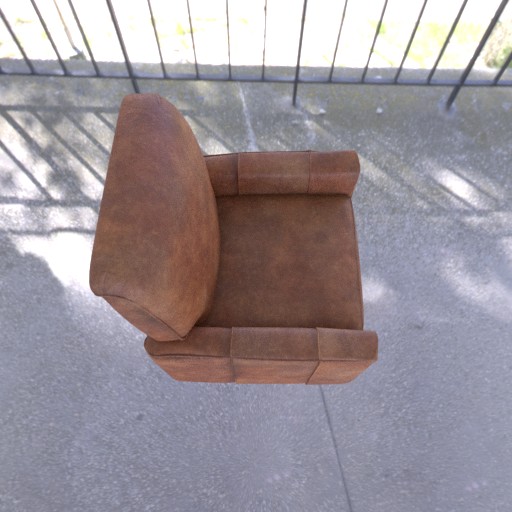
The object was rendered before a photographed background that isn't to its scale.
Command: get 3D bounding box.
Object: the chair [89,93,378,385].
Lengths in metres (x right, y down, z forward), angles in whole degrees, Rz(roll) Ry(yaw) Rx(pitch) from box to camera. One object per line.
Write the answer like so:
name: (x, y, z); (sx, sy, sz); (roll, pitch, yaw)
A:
chair: (0.000, 0.000, 1.675); (0.836, 1.043, 0.843); (1, 65, 0)
